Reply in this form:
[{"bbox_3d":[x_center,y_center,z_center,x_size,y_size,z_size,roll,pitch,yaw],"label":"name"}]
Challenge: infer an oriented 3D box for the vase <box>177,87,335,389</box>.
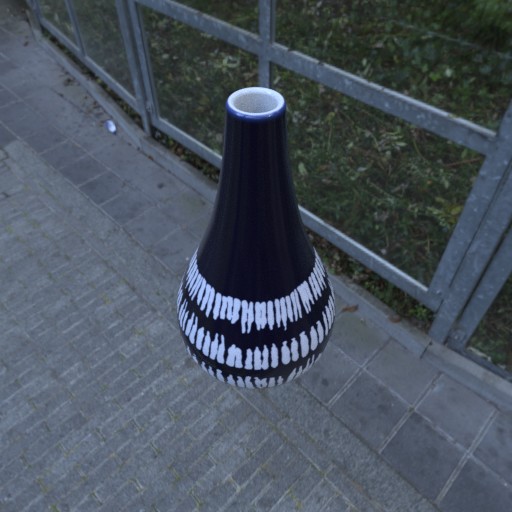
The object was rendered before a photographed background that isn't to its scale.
[{"bbox_3d":[0.000,0.000,0.393,0.159,0.295,0.159,0,47,0],"label":"vase"}]
